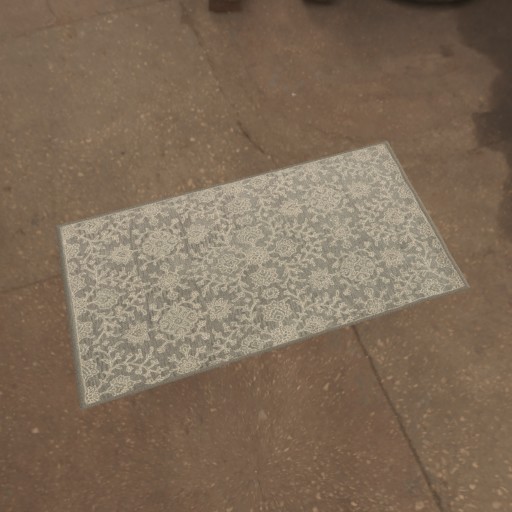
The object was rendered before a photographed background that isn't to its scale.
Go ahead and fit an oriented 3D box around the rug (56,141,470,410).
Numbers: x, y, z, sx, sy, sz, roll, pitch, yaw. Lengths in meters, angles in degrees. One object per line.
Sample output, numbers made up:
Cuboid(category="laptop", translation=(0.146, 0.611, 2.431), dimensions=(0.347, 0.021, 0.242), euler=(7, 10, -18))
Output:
Cuboid(category="rug", translation=(0.000, 0.000, 3.605), dimensions=(3.048, 0.011, 1.546), euler=(-16, 65, -8))
